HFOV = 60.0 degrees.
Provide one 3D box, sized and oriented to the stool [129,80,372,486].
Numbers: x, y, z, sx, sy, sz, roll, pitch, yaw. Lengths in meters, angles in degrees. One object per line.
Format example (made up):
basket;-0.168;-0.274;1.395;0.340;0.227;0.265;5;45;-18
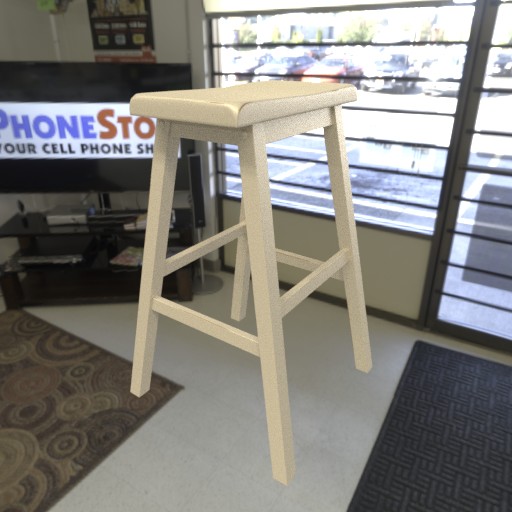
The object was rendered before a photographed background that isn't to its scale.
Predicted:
stool;0.000;0.000;1.039;0.476;0.737;0.457;17;30;31
